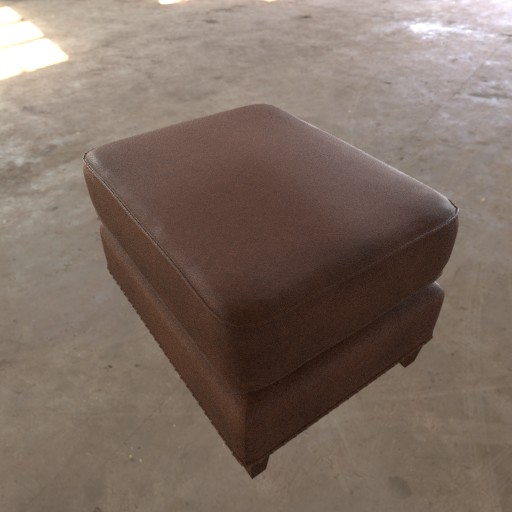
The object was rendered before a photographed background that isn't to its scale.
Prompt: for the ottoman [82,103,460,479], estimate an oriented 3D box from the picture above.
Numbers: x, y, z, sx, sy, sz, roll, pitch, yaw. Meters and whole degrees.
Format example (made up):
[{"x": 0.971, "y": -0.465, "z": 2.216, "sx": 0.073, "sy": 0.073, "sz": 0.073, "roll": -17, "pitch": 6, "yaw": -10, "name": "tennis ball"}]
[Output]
[{"x": 0.000, "y": 0.000, "z": 1.109, "sx": 0.589, "sy": 0.537, "sz": 0.738, "roll": -25, "pitch": 46, "yaw": -26, "name": "ottoman"}]
